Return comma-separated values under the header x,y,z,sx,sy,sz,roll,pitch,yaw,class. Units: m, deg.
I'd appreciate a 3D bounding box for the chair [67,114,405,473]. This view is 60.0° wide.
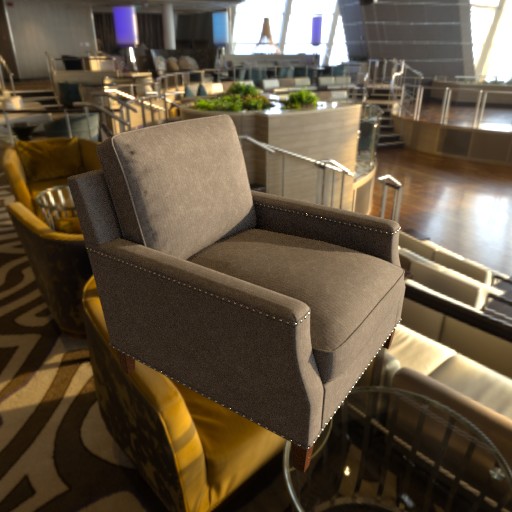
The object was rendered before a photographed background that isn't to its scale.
x,y,z,sx,sy,sz,roll,pitch,yaw,class
0.000,0.000,1.717,1.014,0.948,0.853,16,30,31,chair
